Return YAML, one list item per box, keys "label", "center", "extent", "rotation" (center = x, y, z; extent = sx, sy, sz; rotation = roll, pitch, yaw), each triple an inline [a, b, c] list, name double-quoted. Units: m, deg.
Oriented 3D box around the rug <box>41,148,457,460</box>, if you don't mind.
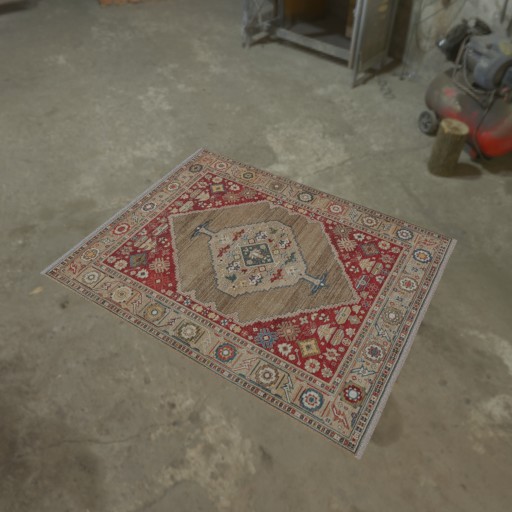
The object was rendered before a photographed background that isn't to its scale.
- label: "rug"
  center: [0.000, 0.000, 4.203]
  extent: [3.143, 0.008, 2.451]
  rotation: [24, 51, 21]
